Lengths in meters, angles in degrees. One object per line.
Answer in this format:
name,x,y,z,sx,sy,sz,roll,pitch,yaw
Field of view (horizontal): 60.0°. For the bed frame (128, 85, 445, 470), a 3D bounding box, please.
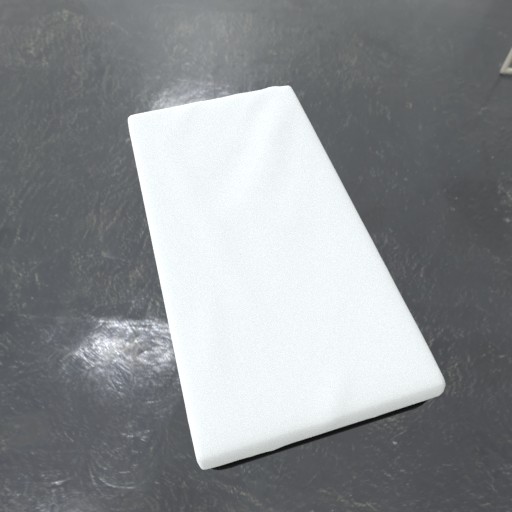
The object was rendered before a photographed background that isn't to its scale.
bed frame,0.000,0.000,2.315,0.989,0.619,1.903,-14,59,-9
